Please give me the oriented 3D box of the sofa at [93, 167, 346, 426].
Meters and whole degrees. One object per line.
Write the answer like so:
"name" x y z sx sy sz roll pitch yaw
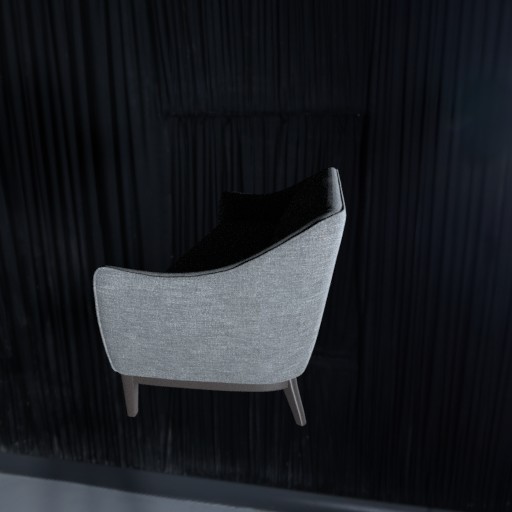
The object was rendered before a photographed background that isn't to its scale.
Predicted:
"sofa" 0.000 0.000 2.395 0.867 0.829 1.928 3 16 9
